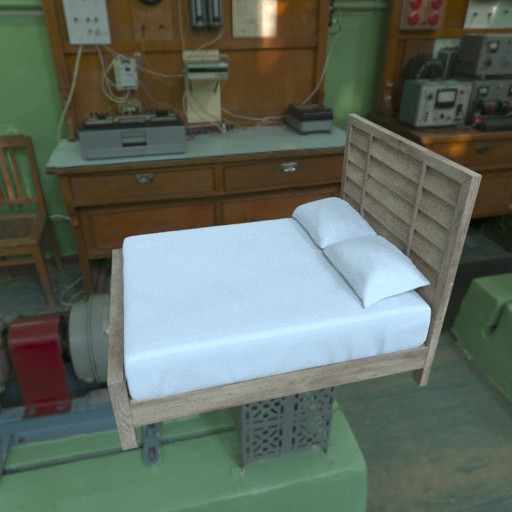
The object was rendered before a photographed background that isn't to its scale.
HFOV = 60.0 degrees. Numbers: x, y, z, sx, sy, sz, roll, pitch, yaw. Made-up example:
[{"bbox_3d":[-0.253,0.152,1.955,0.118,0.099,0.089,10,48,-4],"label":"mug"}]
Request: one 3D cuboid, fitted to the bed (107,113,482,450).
[{"bbox_3d":[0.000,0.000,3.324,2.197,1.626,1.626,-7,31,-13],"label":"bed"}]
